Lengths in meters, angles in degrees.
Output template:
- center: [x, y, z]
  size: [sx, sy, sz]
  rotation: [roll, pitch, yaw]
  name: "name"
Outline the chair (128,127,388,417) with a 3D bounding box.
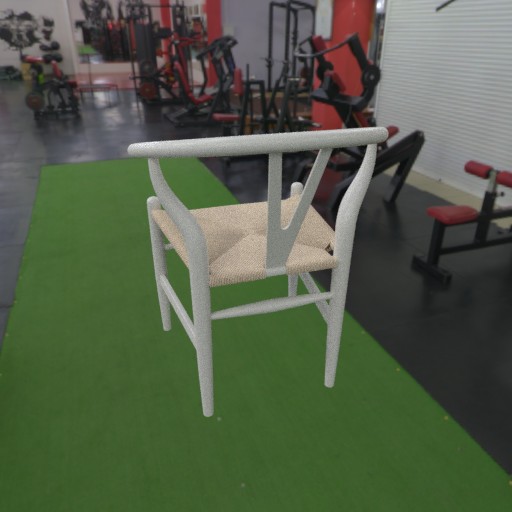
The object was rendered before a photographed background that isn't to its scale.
- center: [0.000, 0.000, 1.147]
  size: [0.569, 0.730, 0.579]
  rotation: [-8, 28, -16]
  name: "chair"
